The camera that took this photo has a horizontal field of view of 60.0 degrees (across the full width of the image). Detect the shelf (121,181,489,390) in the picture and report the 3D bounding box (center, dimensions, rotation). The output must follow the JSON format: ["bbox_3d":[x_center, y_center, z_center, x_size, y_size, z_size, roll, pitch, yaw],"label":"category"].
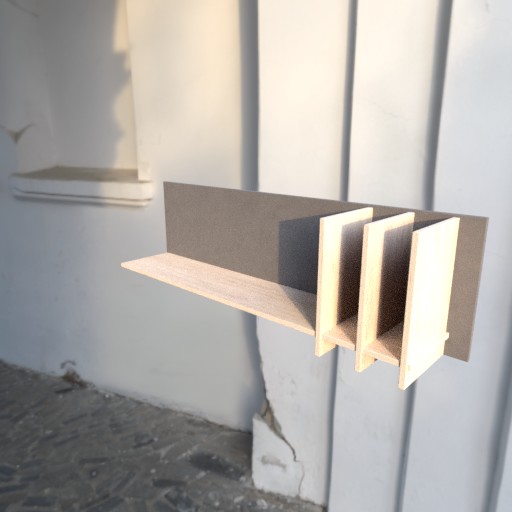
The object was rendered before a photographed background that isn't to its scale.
[{"bbox_3d":[0.000,0.000,1.143,1.020,0.300,0.200,14,20,41],"label":"shelf"}]
